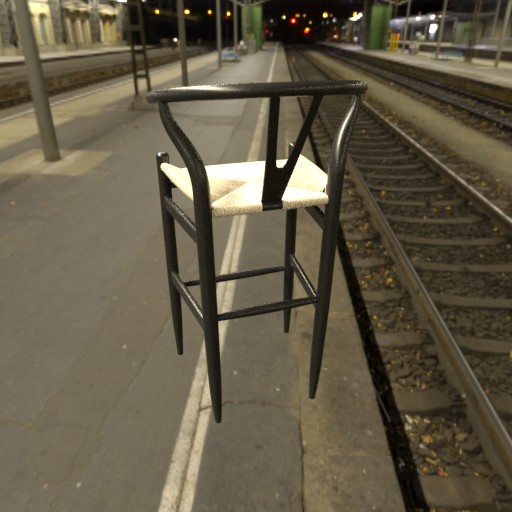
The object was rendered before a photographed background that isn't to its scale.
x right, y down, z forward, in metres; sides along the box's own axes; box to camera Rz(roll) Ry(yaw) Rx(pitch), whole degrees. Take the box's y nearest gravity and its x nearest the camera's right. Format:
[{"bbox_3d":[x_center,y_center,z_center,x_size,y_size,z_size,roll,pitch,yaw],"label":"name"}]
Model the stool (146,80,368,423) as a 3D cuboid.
[{"bbox_3d":[0.000,0.000,1.393,0.569,1.072,0.579,-9,28,-16],"label":"stool"}]
